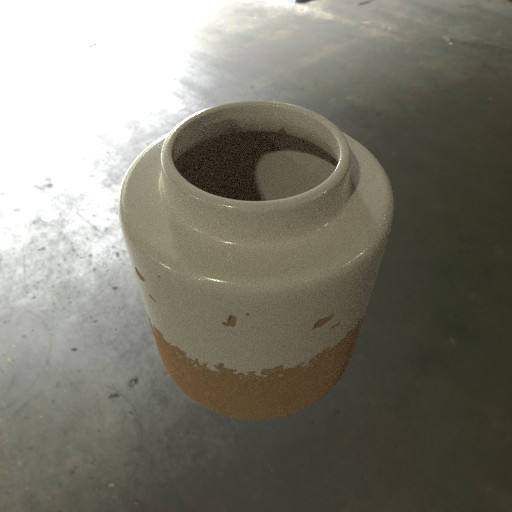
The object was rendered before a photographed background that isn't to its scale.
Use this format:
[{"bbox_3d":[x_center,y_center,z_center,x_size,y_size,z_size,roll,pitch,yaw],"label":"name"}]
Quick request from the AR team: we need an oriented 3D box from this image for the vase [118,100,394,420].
[{"bbox_3d":[0.000,0.000,0.289,0.153,0.167,0.153,0,47,0],"label":"vase"}]
